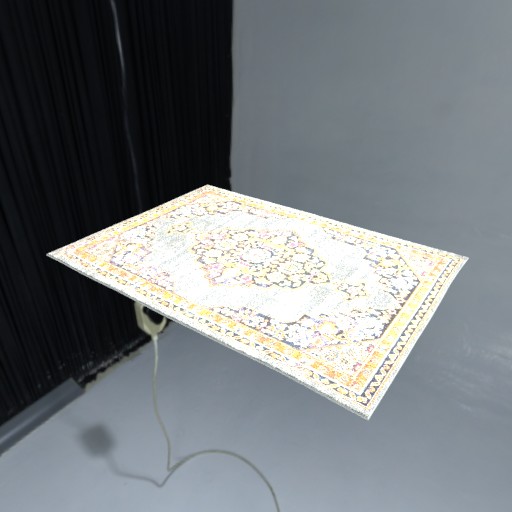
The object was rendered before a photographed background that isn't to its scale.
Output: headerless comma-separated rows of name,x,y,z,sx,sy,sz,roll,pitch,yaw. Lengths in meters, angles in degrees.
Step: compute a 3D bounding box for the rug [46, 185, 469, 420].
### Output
rug,0.000,0.000,3.711,2.901,0.026,2.043,20,35,31
